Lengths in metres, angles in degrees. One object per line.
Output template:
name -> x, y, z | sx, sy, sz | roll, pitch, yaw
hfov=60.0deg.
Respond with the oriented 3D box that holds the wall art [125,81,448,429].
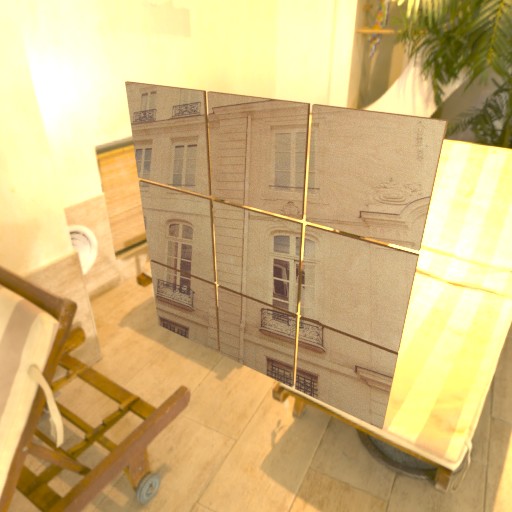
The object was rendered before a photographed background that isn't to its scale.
wall art -> 0.000, 0.000, 1.330 | 0.915, 0.913, 0.018 | 18, 34, 28
